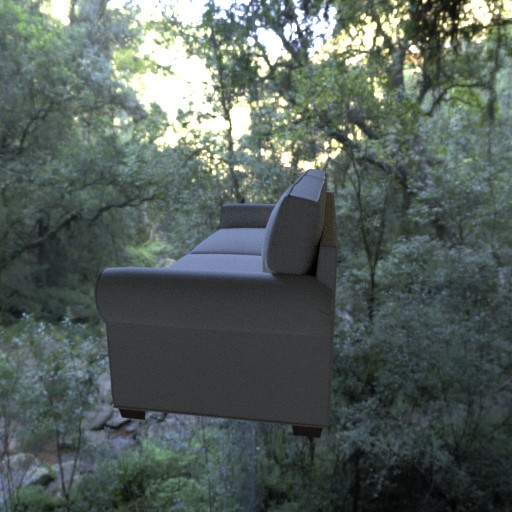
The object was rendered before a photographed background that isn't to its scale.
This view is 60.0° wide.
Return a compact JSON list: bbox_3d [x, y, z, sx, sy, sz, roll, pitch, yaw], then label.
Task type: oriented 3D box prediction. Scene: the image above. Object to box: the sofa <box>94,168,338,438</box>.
[{"bbox_3d":[0.000,0.000,2.620,0.901,0.962,2.146,2,14,9],"label":"sofa"}]
